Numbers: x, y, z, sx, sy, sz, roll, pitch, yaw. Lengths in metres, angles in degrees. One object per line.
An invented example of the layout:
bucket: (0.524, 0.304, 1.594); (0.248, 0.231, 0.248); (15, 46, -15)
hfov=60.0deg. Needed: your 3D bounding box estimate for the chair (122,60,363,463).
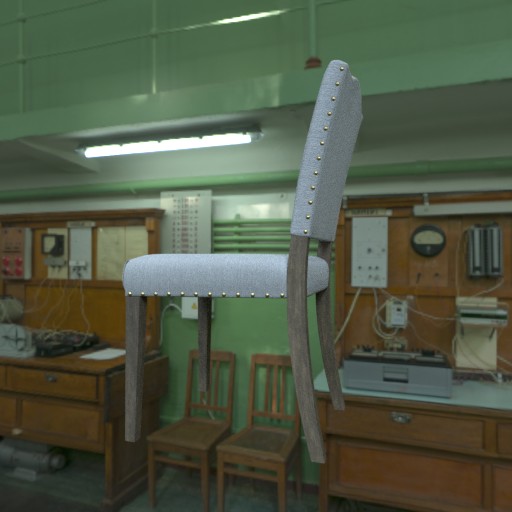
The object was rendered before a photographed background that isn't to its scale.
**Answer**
chair: (0.000, 0.000, 1.363); (0.620, 1.020, 0.508); (0, 0, 18)
